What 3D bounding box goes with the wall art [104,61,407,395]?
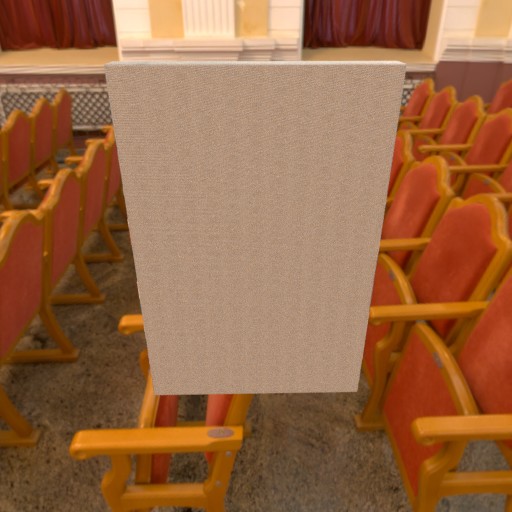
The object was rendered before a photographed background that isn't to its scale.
[{"bbox_3d":[0.000,0.000,1.133,0.609,0.911,0.061,-1,29,-1],"label":"wall art"}]
